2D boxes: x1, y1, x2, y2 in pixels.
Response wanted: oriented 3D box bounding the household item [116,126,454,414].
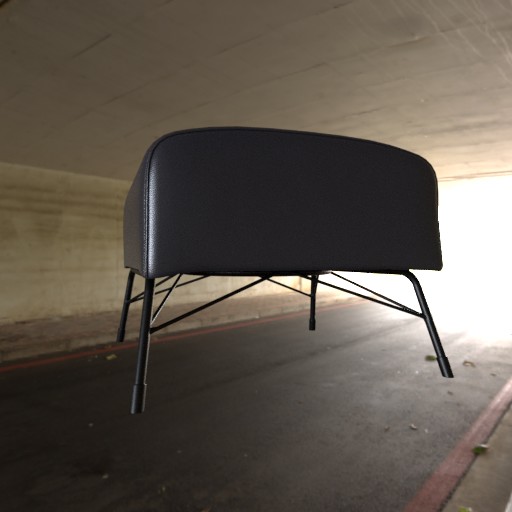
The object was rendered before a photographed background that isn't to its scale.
[{"bbox_3d":[0.000,0.000,0.908,0.530,0.410,0.530,0,0,-19],"label":"household item"}]
